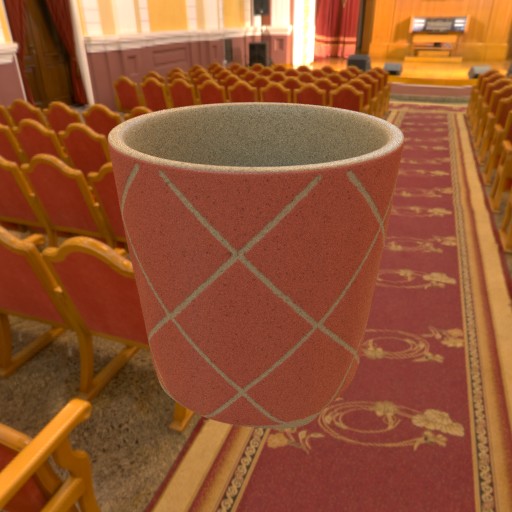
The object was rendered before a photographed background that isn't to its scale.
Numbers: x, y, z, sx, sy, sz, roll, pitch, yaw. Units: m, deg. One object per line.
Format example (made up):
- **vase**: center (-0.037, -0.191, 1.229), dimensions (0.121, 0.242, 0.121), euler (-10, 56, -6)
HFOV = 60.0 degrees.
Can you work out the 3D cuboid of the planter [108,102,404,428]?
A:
- **planter**: center (0.000, 0.000, 0.409), dimensions (0.227, 0.235, 0.227), euler (0, 29, 0)
